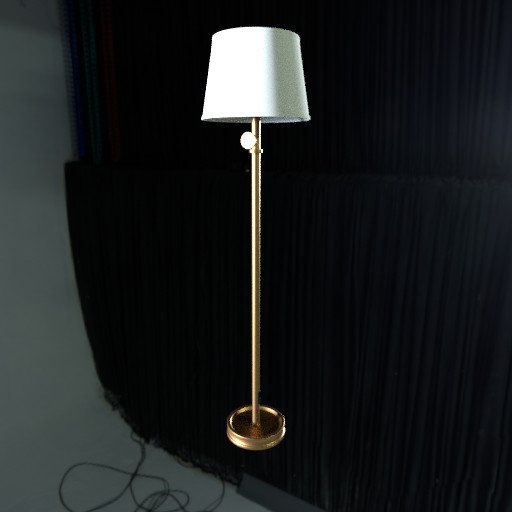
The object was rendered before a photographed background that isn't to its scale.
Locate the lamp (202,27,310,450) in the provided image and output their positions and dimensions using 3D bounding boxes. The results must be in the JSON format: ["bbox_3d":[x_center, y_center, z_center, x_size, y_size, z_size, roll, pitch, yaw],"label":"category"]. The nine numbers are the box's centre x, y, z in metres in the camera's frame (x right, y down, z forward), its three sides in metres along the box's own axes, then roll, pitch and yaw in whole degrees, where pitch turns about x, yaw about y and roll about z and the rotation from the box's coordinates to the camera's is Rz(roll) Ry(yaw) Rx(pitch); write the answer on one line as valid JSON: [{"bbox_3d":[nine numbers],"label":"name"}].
[{"bbox_3d":[0.000,0.000,0.787,0.178,0.710,0.178,0,14,0],"label":"lamp"}]
